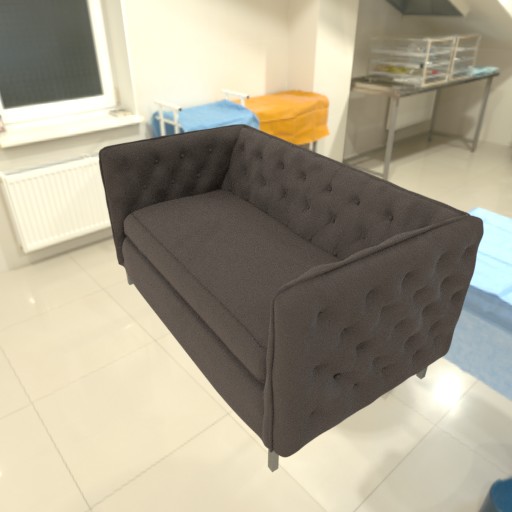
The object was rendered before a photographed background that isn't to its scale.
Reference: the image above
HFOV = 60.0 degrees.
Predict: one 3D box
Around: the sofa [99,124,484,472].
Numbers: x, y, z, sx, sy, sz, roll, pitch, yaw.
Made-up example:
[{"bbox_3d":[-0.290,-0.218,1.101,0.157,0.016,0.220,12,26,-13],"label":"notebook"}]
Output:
[{"bbox_3d":[0.000,0.000,2.056,0.909,0.810,1.583,-19,36,-29],"label":"sofa"}]
